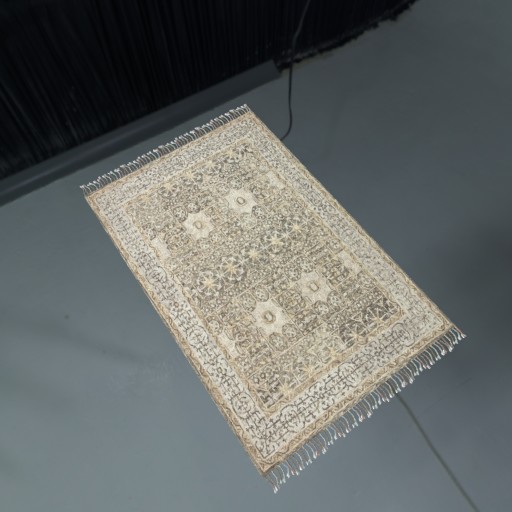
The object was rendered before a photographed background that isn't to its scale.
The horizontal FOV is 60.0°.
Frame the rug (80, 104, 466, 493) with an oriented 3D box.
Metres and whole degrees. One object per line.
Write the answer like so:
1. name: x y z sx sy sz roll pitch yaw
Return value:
1. rug: 0.000 0.000 2.496 1.237 0.010 2.029 -32 67 -15
